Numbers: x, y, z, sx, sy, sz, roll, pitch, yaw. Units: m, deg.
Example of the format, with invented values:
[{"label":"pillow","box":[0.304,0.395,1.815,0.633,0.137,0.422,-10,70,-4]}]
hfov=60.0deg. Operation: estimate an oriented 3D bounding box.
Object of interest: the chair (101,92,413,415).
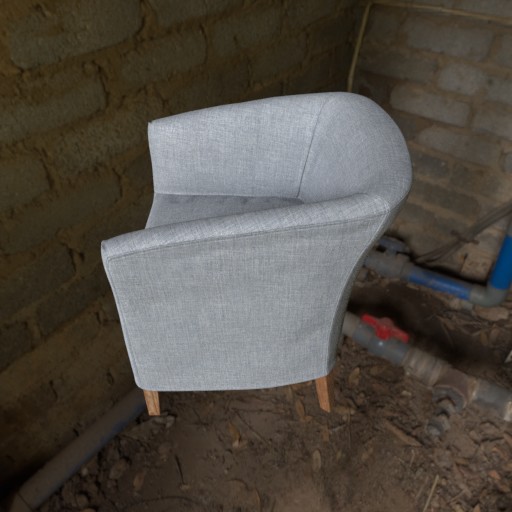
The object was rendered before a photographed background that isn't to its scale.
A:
[{"label":"chair","box":[0.000,0.000,1.263,0.668,0.771,0.600,0,42,0]}]
